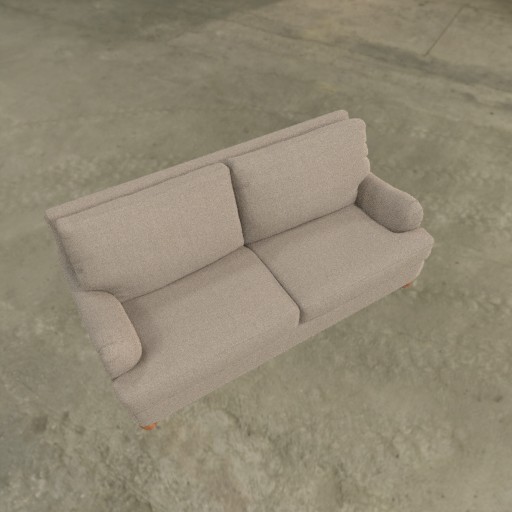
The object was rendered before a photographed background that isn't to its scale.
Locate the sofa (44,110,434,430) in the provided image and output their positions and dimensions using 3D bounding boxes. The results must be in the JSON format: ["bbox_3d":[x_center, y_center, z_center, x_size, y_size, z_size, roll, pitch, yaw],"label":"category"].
[{"bbox_3d":[0.000,0.000,2.806,2.160,1.054,1.087,-24,52,-21],"label":"sofa"}]
